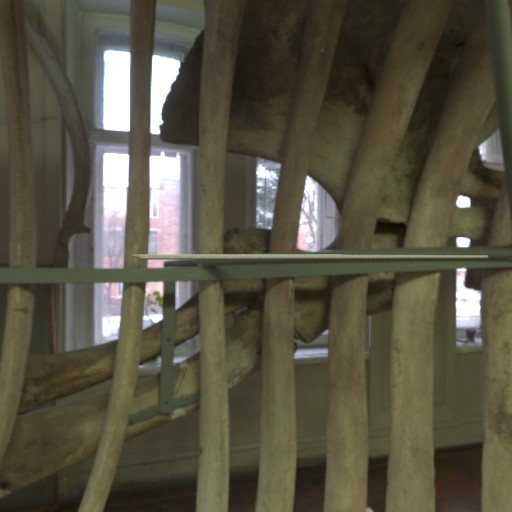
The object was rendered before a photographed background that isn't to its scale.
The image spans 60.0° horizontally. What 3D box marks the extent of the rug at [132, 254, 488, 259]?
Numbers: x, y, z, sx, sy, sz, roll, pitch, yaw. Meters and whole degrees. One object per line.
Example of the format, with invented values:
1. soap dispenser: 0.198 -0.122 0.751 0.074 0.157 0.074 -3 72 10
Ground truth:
1. rug: 0.000 0.000 2.893 1.540 0.021 2.290 0 0 -16
